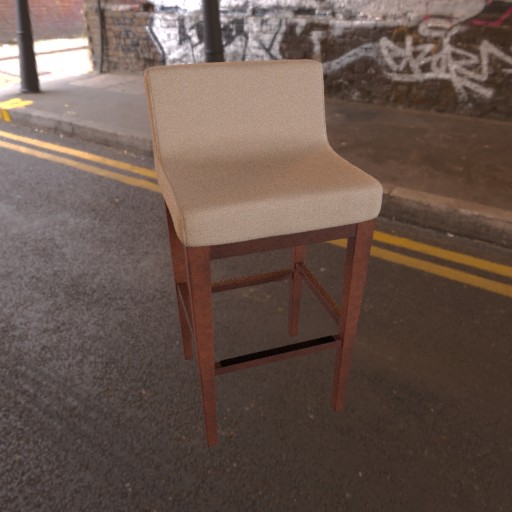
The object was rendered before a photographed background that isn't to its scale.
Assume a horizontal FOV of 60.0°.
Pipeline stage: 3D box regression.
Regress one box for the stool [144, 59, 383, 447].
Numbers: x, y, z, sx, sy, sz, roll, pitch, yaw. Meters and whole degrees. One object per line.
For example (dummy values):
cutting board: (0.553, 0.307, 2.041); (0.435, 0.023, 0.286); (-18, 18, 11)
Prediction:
stool: (0.000, 0.000, 1.339); (0.511, 1.037, 0.500); (-9, 32, -15)
